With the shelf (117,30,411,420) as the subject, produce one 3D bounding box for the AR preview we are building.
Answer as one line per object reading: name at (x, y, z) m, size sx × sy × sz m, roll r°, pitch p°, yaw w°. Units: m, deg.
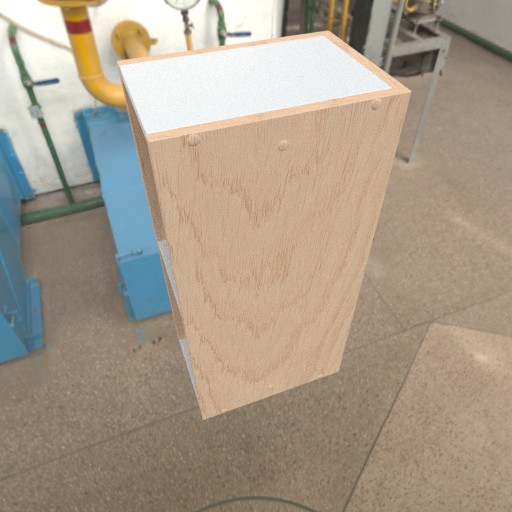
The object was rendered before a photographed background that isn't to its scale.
shelf at (0.000, 0.000, 0.728) m, size 0.290 × 0.600 × 0.200 m, roll -15°, pitch 48°, yaw -14°
